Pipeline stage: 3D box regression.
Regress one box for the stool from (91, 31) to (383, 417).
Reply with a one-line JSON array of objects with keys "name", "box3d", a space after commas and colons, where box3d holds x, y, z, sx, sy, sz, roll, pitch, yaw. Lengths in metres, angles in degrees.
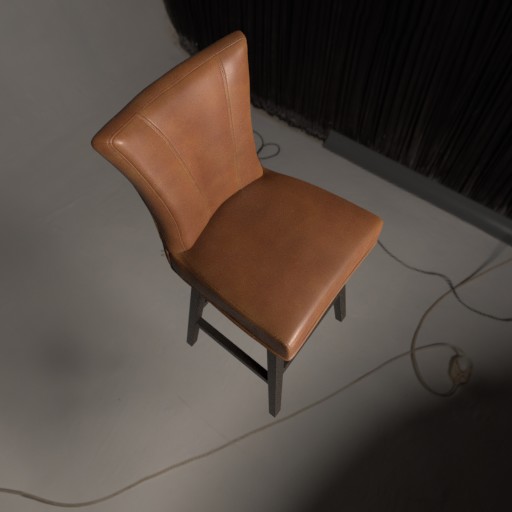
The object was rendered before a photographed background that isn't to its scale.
[{"name": "stool", "box3d": [0.000, 0.000, 1.411, 0.585, 1.094, 0.522, 32, 63, 19]}]
